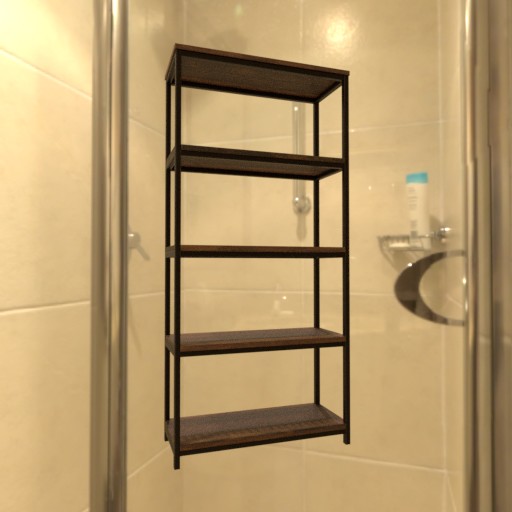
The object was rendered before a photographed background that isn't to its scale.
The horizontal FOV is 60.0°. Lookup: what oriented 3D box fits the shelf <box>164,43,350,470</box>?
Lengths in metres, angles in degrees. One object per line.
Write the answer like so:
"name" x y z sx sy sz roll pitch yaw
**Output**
"shelf" 0.000 0.000 2.240 0.874 1.860 0.359 0 -1 -19
